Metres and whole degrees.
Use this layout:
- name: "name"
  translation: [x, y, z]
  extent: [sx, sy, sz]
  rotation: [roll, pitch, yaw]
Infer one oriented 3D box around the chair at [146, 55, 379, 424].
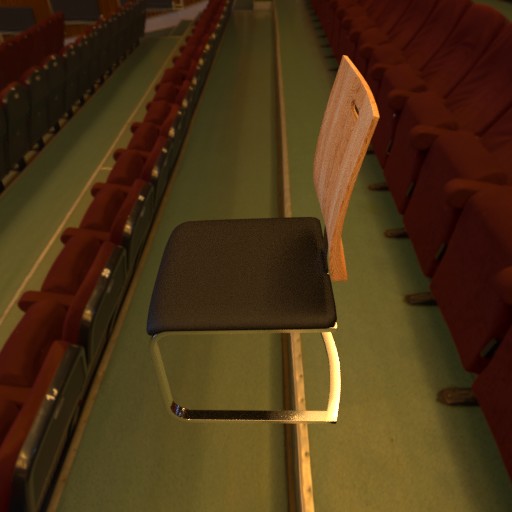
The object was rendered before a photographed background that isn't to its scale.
- name: "chair"
  translation: [0.000, 0.000, 1.212]
  extent: [0.560, 0.936, 0.462]
  rotation: [0, 39, 0]
